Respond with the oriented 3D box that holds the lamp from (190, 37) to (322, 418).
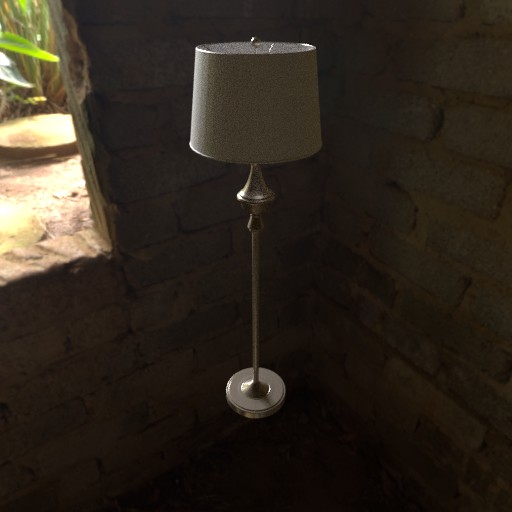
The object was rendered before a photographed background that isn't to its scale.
[{"bbox_3d":[0.000,0.000,1.675,0.431,1.488,0.431,0,31,0],"label":"lamp"}]
